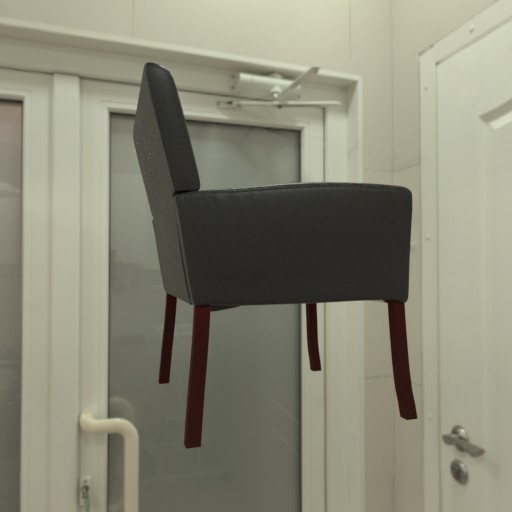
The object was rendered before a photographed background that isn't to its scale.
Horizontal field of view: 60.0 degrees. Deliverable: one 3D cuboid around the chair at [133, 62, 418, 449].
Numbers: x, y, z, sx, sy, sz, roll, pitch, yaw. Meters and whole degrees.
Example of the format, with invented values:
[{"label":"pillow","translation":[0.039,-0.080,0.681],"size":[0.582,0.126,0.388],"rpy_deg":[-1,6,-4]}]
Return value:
[{"label":"chair","translation":[0.000,0.000,1.482],"size":[0.772,0.951,0.683],"rpy_deg":[0,-1,-18]}]
